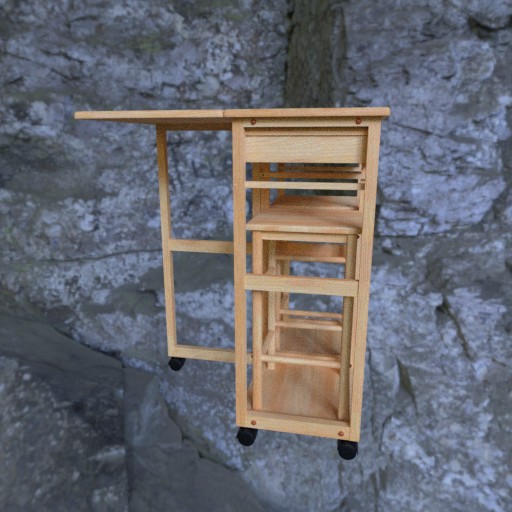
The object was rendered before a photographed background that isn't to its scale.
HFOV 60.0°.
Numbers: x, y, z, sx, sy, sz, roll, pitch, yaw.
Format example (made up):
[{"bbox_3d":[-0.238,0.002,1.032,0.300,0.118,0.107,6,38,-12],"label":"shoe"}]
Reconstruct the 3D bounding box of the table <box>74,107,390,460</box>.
[{"bbox_3d":[0.000,0.000,1.395,0.693,0.832,0.752,3,15,11],"label":"table"}]
